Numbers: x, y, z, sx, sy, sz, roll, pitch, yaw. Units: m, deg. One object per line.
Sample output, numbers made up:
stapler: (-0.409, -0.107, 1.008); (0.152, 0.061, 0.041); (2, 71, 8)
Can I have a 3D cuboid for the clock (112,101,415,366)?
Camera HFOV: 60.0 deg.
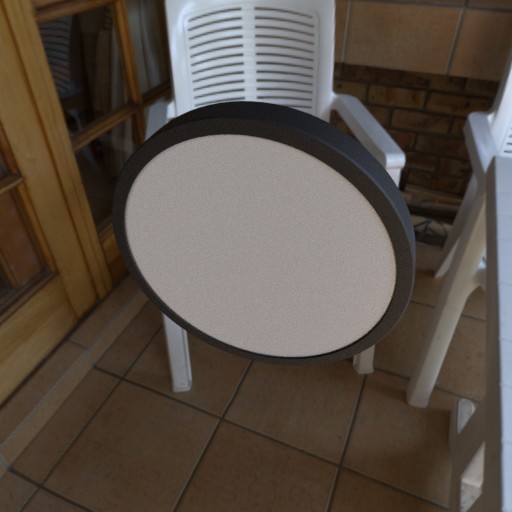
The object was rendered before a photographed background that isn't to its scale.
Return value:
clock: (0.000, 0.000, 0.433); (0.293, 0.293, 0.040); (11, 41, 13)
